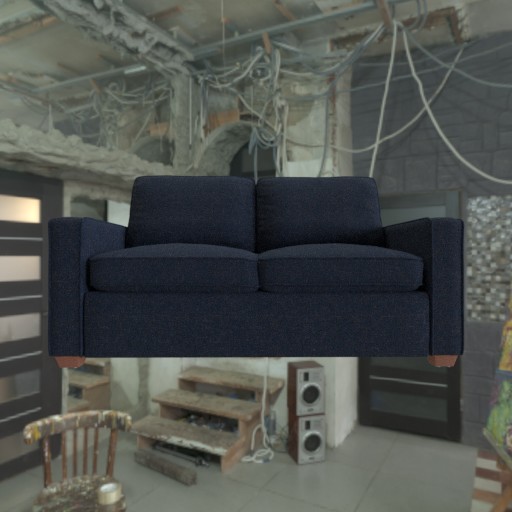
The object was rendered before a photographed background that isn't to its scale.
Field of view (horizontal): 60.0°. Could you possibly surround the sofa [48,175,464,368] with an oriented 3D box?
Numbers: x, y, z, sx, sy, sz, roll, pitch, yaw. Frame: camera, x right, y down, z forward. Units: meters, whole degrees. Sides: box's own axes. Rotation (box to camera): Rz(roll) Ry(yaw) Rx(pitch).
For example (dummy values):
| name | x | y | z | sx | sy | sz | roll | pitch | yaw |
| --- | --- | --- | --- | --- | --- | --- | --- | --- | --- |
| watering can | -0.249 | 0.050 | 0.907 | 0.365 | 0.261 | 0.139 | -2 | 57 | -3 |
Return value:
| name | x | y | z | sx | sy | sz | roll | pitch | yaw |
| --- | --- | --- | --- | --- | --- | --- | --- | --- | --- |
| sofa | 0.000 | 0.000 | 2.239 | 1.709 | 0.918 | 0.947 | 0 | 0 | -1 |
